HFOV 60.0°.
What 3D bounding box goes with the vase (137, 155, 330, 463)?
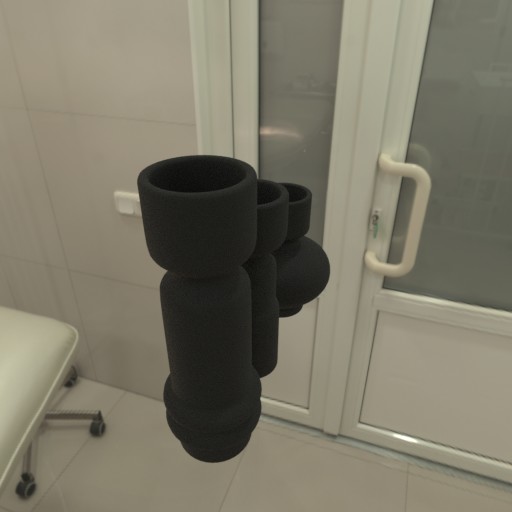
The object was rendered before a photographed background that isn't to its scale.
[{"bbox_3d":[0.000,0.000,0.434,0.120,0.249,0.307,10,32,16],"label":"vase"}]
